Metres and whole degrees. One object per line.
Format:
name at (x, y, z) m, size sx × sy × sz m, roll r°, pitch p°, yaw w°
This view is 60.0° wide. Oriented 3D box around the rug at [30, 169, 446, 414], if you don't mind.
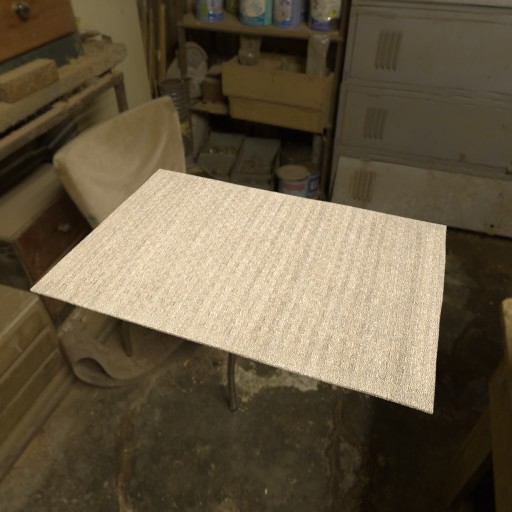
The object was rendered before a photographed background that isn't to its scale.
rug at (0.000, 0.000, 2.867) m, size 2.297 × 0.018 × 1.532 m, roll 14°, pitch 42°, yaw 15°
